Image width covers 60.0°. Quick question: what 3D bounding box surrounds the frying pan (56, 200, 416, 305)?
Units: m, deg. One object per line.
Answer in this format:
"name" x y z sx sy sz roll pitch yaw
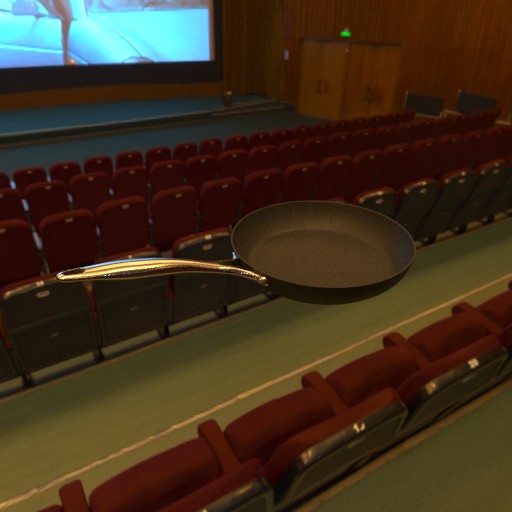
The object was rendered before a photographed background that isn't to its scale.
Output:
"frying pan" 0.000 0.000 0.576 0.472 0.105 0.255 -17 35 -27
